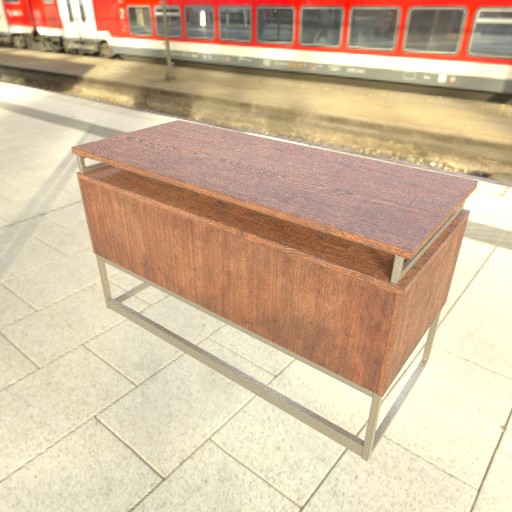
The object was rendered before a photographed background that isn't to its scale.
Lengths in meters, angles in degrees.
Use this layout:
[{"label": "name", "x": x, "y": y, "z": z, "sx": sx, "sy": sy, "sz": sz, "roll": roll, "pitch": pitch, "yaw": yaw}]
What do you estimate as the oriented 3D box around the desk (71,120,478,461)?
[{"label": "desk", "x": 0.000, "y": 0.000, "z": 1.804, "sx": 1.384, "sy": 0.792, "sz": 0.610, "roll": 21, "pitch": 36, "yaw": 32}]
